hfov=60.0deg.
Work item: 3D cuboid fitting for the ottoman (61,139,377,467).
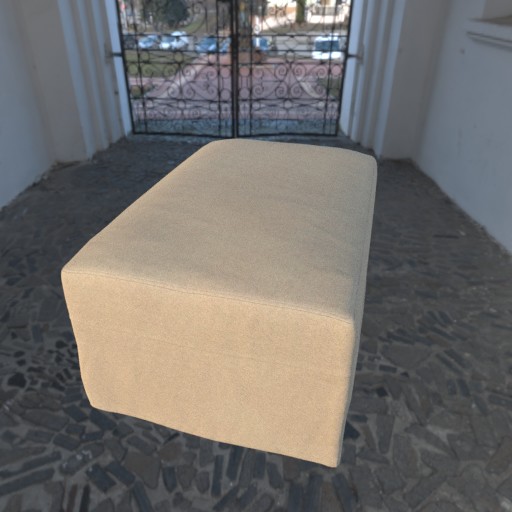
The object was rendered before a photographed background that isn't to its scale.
[{"bbox_3d":[0.000,0.000,1.201,0.590,0.444,0.872,8,32,13],"label":"ottoman"}]
